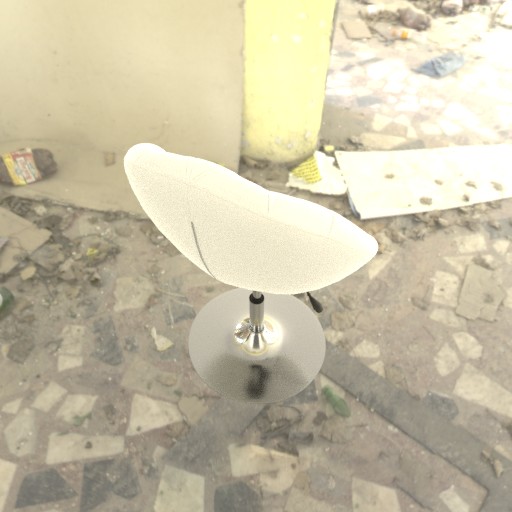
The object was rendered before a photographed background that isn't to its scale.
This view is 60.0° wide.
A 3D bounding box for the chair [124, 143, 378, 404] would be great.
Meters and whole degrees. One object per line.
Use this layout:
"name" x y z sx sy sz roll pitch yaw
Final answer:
"chair" 0.000 0.000 1.847 0.940 1.261 0.736 23 51 20
